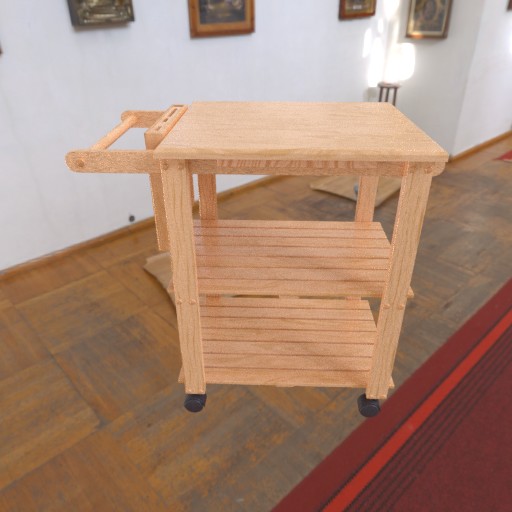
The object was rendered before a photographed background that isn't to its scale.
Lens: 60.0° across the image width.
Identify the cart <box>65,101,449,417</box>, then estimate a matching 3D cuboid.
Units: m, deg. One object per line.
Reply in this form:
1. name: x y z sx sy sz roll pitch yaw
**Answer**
1. cart: 0.000 0.000 1.343 0.843 0.816 0.520 1 30 2
